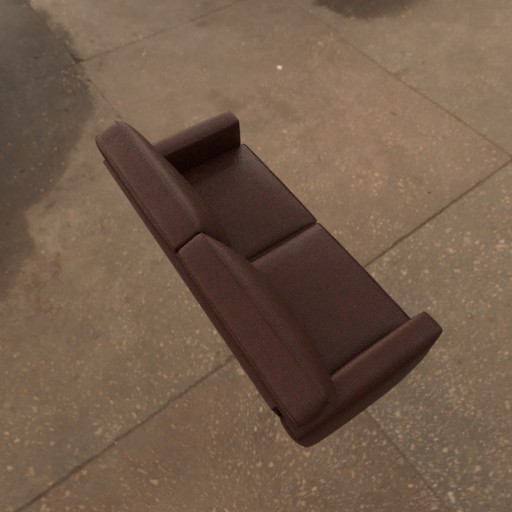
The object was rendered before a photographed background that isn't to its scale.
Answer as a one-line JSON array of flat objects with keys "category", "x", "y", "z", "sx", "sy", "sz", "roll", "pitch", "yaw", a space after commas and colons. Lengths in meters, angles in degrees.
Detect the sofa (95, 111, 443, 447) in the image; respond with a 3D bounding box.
[{"category": "sofa", "x": 0.000, "y": 0.000, "z": 2.421, "sx": 0.912, "sy": 0.928, "sz": 1.876, "roll": -30, "pitch": 62, "yaw": -18}]
